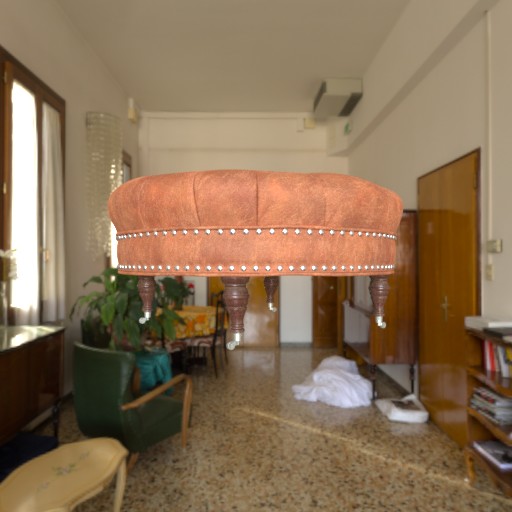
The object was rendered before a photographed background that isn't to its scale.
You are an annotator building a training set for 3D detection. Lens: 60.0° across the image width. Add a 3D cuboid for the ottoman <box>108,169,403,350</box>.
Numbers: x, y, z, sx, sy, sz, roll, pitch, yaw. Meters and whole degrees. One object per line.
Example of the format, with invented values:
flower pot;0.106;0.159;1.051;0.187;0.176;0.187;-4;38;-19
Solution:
ottoman;0.000;0.000;1.415;0.901;0.444;0.901;0;-1;0
